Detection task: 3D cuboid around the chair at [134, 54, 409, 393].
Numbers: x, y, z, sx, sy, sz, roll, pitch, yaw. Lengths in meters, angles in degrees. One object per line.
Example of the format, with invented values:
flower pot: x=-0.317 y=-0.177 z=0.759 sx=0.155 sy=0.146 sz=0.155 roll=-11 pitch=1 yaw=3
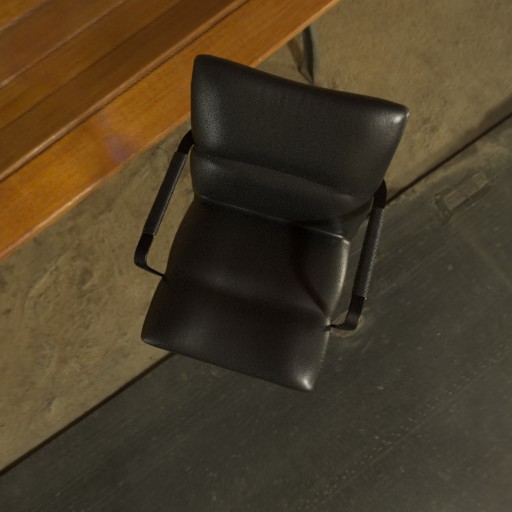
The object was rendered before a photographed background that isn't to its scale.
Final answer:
chair: x=0.000 y=0.000 z=1.464 sx=0.719 sy=0.922 sz=0.748 roll=16 pitch=75 yaw=4
